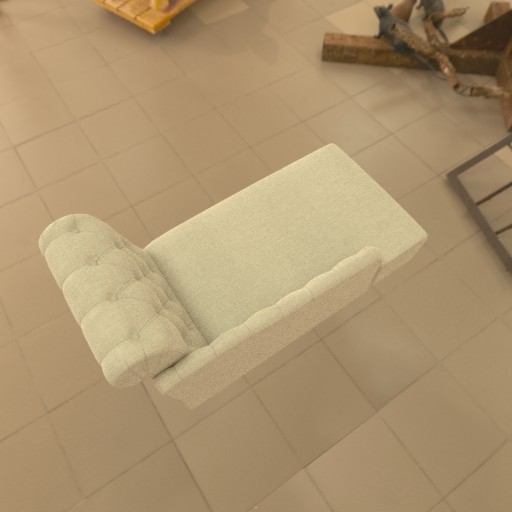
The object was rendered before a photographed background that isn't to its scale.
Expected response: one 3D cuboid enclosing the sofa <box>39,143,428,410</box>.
[{"bbox_3d":[0.000,0.000,1.845,1.379,0.787,0.675,-31,65,-16],"label":"sofa"}]
